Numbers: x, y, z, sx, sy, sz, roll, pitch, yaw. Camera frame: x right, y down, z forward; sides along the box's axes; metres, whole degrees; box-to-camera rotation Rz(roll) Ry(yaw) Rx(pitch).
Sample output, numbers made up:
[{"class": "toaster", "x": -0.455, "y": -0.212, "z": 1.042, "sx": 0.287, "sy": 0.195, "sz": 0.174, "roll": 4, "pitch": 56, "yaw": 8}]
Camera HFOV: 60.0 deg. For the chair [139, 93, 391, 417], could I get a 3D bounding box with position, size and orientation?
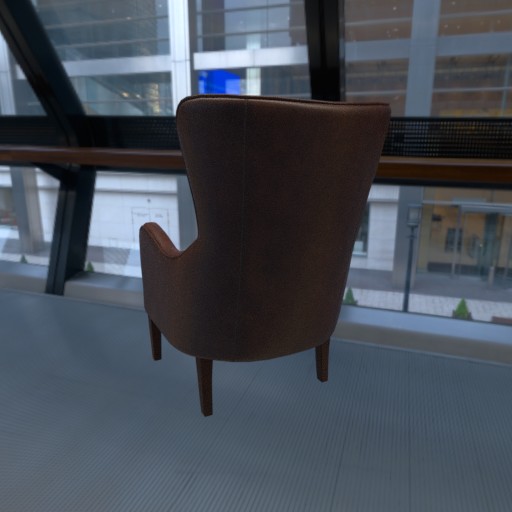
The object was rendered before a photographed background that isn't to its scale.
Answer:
[{"class": "chair", "x": 0.000, "y": 0.000, "z": 1.632, "sx": 0.692, "sy": 1.048, "sz": 0.914, "roll": -7, "pitch": 16, "yaw": -26}]
